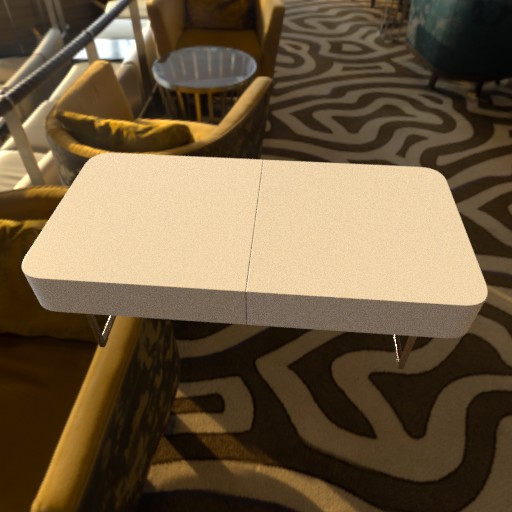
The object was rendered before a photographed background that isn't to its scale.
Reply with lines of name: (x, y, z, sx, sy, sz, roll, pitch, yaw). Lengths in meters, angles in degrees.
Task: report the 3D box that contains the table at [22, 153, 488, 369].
table: (0.000, 0.000, 1.429, 1.200, 0.340, 0.600, 3, 45, 3)
